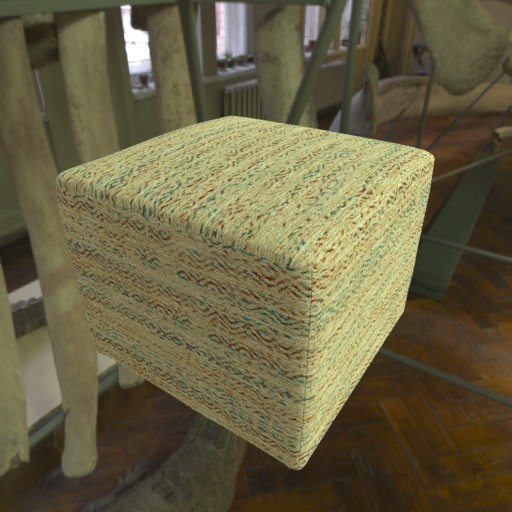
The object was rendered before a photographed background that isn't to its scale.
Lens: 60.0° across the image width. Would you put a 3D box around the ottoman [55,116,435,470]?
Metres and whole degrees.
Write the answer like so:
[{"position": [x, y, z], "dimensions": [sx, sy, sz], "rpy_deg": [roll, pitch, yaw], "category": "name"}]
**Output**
[{"position": [0.000, 0.000, 0.904], "dimensions": [0.521, 0.453, 0.512], "rpy_deg": [20, 36, 29], "category": "ottoman"}]
